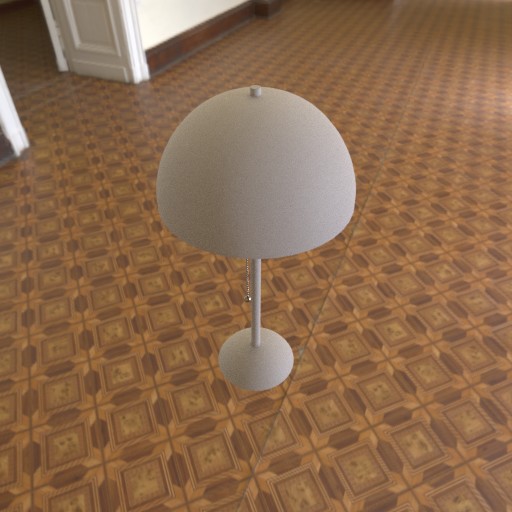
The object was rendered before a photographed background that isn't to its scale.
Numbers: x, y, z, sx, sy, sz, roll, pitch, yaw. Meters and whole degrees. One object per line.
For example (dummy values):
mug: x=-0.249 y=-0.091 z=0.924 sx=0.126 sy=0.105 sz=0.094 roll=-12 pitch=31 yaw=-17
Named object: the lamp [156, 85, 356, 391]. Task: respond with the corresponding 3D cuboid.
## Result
lamp: x=0.000 y=0.000 z=0.435 sx=0.171 sy=0.330 sz=0.171 roll=0 pitch=41 yaw=0
